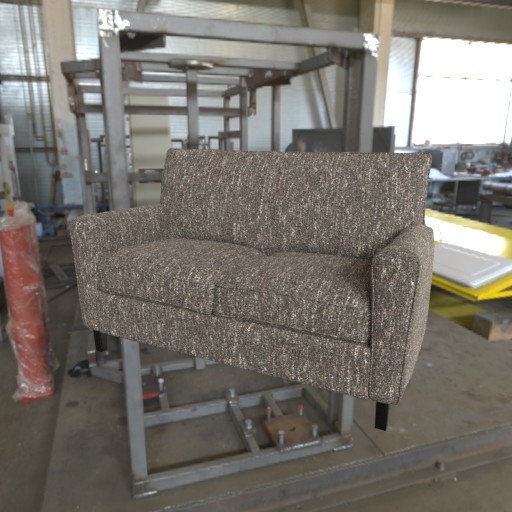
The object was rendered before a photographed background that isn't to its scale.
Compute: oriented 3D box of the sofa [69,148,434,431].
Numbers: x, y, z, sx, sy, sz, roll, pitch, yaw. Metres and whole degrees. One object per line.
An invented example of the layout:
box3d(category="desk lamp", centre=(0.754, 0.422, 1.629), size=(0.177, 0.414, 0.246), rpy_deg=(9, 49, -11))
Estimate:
box3d(category="sofa", centre=(0.000, 0.000, 2.058), size=(1.519, 0.946, 0.801), rpy_deg=(7, 17, 25))
